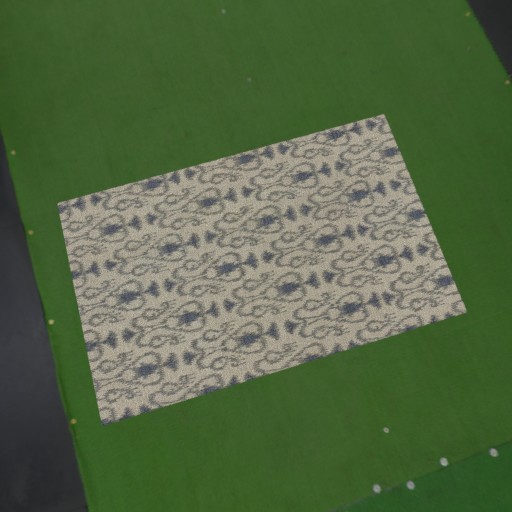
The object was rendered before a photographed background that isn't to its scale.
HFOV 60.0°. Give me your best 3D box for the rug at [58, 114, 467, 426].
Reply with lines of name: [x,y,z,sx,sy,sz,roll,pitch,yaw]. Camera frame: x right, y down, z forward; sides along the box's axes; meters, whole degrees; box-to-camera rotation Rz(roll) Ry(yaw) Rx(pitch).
rug: [0.000,0.000,2.032,1.652,0.006,1.035,-16,76,-4]
